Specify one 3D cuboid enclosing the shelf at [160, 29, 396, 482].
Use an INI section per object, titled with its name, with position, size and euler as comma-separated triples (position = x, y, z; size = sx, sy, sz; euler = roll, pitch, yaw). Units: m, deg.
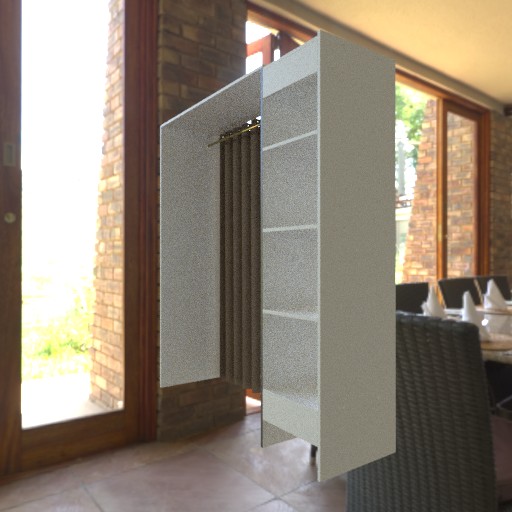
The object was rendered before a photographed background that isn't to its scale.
[shelf]
position = 0.000, 0.000, 2.575
size = 0.500, 1.820, 1.600
euler = 0, 0, -35
